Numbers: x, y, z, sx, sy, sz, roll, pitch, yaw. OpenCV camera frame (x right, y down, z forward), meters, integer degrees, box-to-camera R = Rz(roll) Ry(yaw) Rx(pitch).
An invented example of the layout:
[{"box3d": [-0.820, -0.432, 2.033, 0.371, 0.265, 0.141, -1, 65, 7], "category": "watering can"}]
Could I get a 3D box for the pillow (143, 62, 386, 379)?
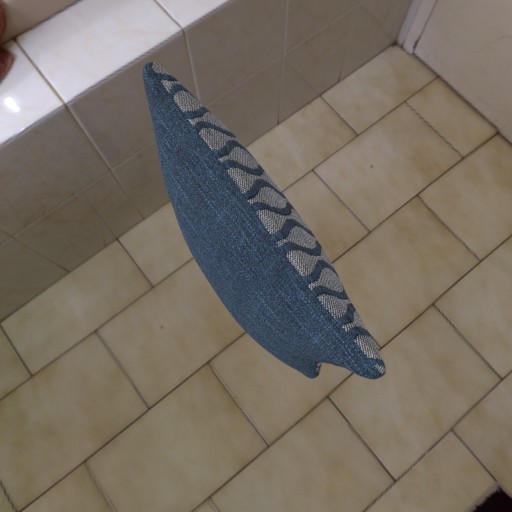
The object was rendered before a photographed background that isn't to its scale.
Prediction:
[{"box3d": [0.000, 0.000, 0.673, 0.159, 0.435, 0.435, -35, 76, -10], "category": "pillow"}]
